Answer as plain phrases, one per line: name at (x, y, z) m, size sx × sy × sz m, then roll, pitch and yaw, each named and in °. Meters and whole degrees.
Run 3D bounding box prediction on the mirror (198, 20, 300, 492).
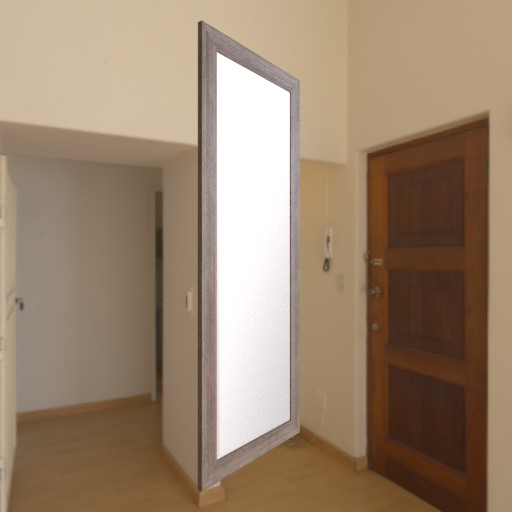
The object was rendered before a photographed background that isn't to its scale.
mirror at (0.000, 0.000, 2.243) m, size 0.025 × 2.032 × 0.812 m, roll 0°, pitch 0°, yaw 37°
